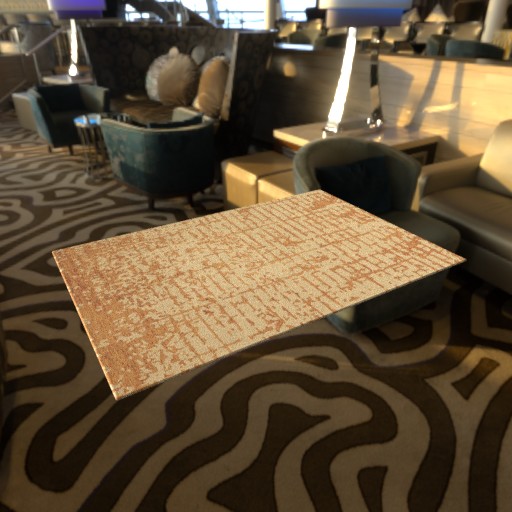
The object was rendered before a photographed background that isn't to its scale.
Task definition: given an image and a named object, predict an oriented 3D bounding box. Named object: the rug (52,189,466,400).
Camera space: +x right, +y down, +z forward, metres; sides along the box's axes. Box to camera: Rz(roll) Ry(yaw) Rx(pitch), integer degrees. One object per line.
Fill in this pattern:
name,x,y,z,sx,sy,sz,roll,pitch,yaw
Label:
rug,0.000,0.000,2.346,1.829,0.011,1.219,-16,33,-27
